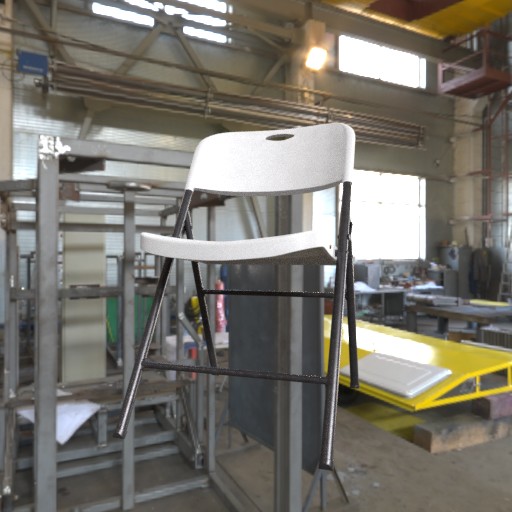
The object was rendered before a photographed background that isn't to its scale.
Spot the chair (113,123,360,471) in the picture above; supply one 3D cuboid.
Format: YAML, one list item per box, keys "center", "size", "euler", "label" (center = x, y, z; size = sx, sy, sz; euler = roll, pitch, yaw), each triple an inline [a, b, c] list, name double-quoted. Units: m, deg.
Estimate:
- center: [0.000, 0.000, 1.173]
  size: [0.494, 0.810, 0.566]
  euler: [0, 0, 18]
  label: "chair"
